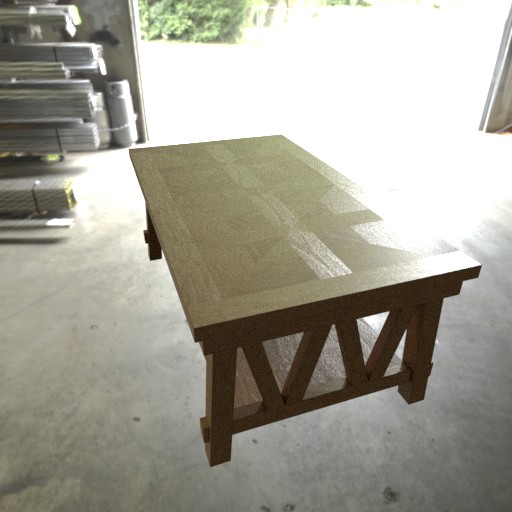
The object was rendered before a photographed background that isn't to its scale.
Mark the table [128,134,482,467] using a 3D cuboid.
[{"bbox_3d":[0.000,0.000,1.615,0.711,0.507,1.270,-10,32,-17],"label":"table"}]
